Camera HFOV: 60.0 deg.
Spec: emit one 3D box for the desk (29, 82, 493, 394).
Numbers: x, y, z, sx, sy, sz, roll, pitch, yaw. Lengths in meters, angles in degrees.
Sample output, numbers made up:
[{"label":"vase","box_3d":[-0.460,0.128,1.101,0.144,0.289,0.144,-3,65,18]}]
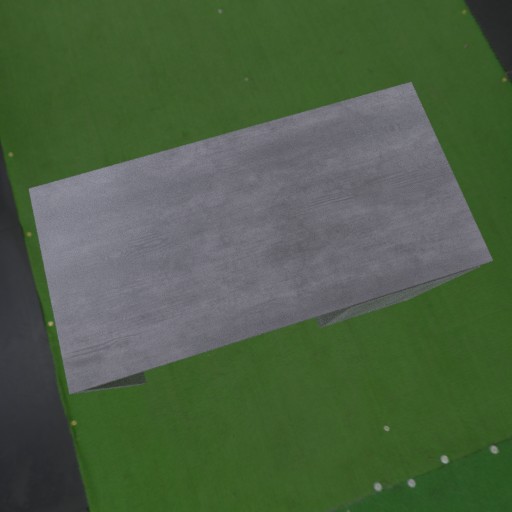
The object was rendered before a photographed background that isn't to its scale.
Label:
[{"label":"desk","box_3d":[0.000,0.000,1.622,1.200,0.740,0.600,-17,76,-4]}]
